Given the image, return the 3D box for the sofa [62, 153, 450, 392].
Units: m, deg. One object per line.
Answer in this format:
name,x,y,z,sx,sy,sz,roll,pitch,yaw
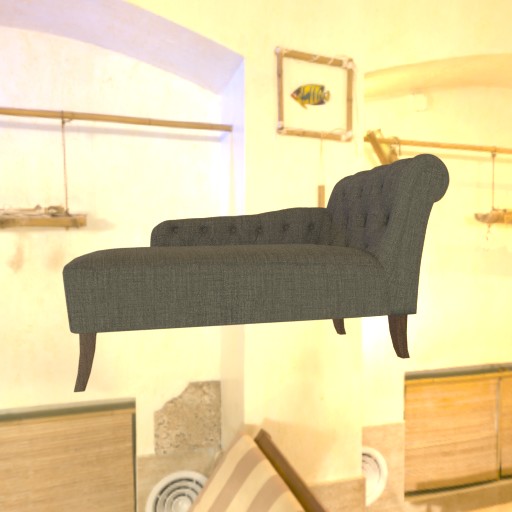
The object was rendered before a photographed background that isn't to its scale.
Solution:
sofa,0.000,0.000,1.785,1.379,0.787,0.675,0,1,-18
